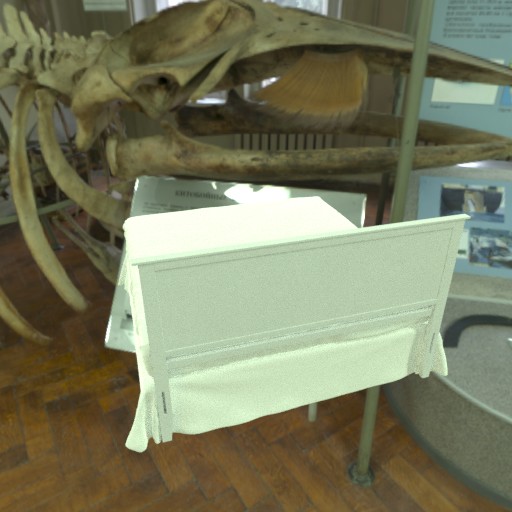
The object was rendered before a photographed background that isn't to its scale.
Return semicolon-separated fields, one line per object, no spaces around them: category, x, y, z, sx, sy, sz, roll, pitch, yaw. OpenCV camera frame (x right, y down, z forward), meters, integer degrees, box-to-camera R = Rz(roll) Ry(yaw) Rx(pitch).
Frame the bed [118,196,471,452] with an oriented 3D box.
bed;0.000;0.000;3.609;2.317;1.273;2.215;-8;28;-15
